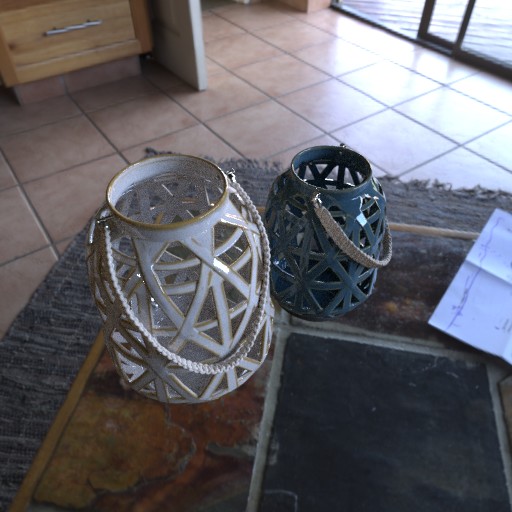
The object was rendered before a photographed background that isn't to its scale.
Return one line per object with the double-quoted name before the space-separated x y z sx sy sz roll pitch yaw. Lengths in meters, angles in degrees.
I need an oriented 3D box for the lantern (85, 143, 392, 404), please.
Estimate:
"lantern" 0.000 0.000 0.602 0.439 0.307 0.245 -25 50 -23
